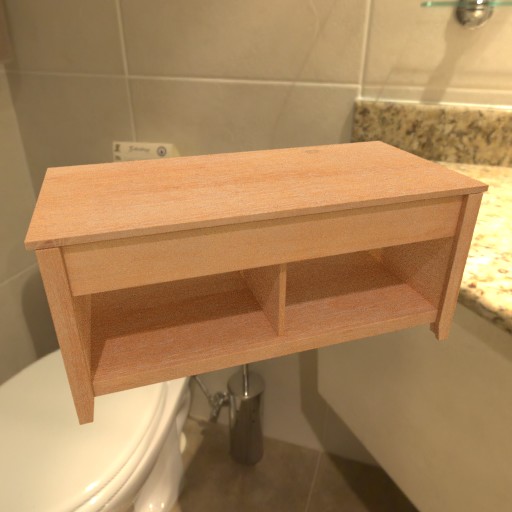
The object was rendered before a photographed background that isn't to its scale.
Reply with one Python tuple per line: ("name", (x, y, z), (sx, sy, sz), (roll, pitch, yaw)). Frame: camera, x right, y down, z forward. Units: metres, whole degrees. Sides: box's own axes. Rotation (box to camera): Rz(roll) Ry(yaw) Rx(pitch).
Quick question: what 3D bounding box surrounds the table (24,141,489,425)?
("table", (0.000, 0.000, 1.228), (1.016, 0.457, 0.483), (-9, 29, -16))
